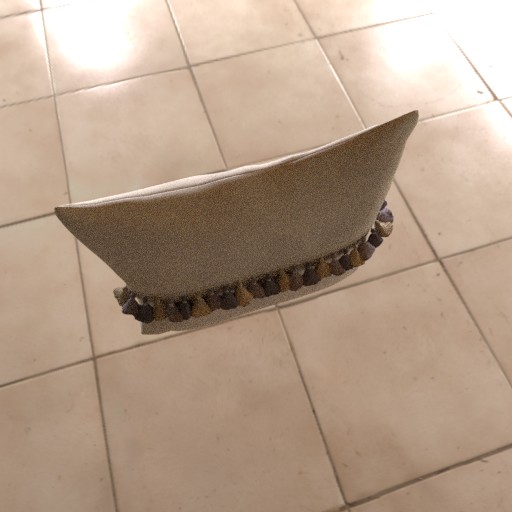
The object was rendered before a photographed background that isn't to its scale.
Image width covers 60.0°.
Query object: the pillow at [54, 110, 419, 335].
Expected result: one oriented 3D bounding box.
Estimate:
[{"bbox_3d":[0.000,0.000,0.741,0.489,0.481,0.165,-17,64,-8],"label":"pillow"}]
